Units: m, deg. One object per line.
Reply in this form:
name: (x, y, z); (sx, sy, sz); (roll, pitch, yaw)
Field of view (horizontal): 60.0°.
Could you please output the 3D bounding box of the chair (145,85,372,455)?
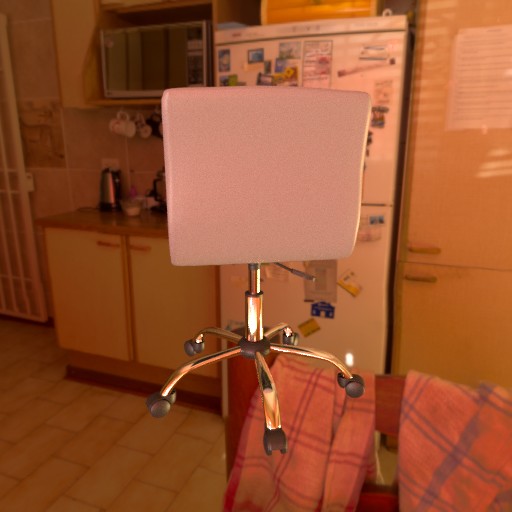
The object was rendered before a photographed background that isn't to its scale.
chair: (0.000, 0.000, 1.095); (0.569, 0.750, 0.542); (-2, 15, -9)
